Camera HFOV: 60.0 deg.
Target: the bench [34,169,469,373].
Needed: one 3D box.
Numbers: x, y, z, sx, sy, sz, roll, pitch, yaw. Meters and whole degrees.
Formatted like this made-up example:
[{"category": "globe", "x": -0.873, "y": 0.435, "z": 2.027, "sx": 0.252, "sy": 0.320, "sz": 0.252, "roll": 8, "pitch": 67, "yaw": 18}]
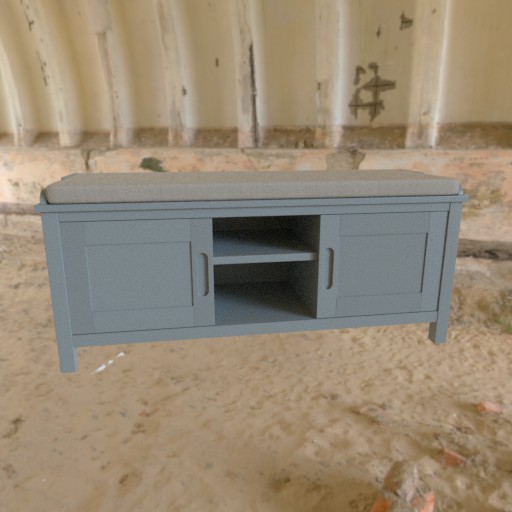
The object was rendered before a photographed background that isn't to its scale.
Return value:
[{"category": "bench", "x": 0.000, "y": 0.000, "z": 1.389, "sx": 1.140, "sy": 0.501, "sz": 0.398, "roll": -2, "pitch": 15, "yaw": -9}]
